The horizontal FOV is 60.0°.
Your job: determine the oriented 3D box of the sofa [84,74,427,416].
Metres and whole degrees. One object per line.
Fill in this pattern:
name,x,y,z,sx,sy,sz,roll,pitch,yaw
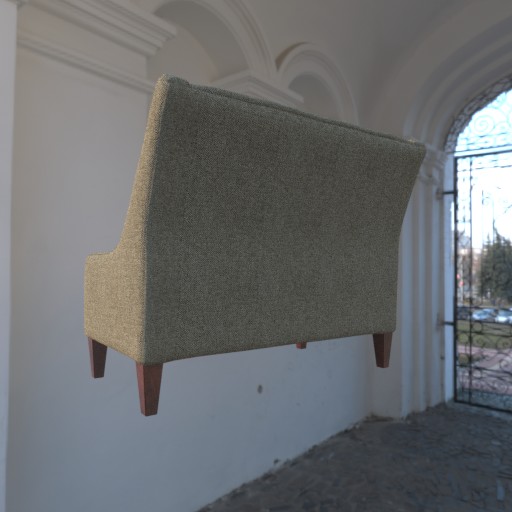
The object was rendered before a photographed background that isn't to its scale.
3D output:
sofa,0.000,0.000,1.914,1.242,1.021,0.870,1,-2,-35
